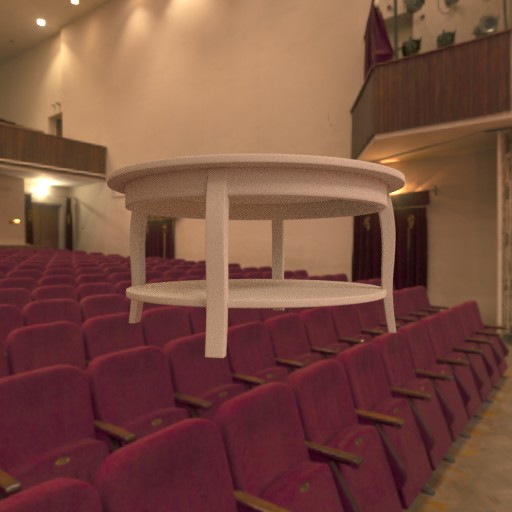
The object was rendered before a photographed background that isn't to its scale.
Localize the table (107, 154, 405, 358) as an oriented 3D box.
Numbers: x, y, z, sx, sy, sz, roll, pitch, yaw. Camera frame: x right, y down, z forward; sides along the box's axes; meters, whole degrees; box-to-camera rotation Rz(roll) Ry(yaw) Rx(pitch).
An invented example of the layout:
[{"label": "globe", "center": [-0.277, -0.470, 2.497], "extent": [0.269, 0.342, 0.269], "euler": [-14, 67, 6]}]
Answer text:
[{"label": "table", "center": [0.000, 0.000, 1.429], "extent": [0.910, 0.457, 0.910], "euler": [0, 0, 0]}]
